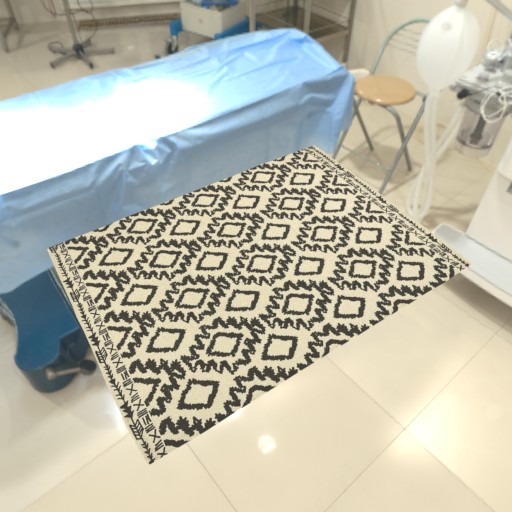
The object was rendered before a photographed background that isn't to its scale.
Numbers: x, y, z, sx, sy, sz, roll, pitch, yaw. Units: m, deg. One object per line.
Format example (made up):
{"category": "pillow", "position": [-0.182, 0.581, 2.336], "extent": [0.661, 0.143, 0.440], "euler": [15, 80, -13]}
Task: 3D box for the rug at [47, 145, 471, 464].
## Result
{"category": "rug", "position": [0.000, 0.000, 4.288], "extent": [3.369, 0.036, 2.444], "euler": [-26, 52, -22]}
